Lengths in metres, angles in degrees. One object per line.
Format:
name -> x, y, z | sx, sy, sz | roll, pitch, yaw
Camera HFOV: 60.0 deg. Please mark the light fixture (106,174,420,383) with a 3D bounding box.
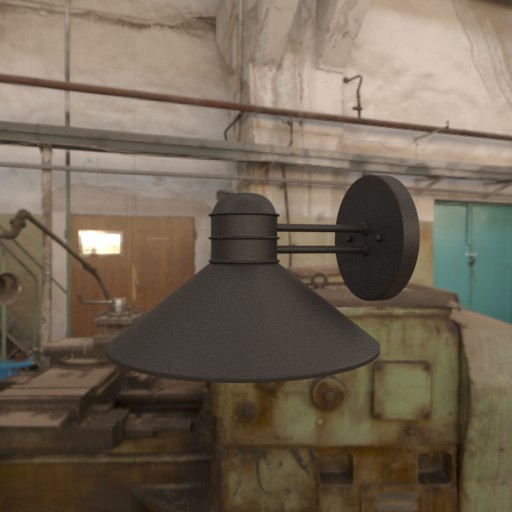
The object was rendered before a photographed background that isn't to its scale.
light fixture -> 0.000, 0.000, 0.674 | 0.434, 0.265, 0.396 | 0, 1, -18
